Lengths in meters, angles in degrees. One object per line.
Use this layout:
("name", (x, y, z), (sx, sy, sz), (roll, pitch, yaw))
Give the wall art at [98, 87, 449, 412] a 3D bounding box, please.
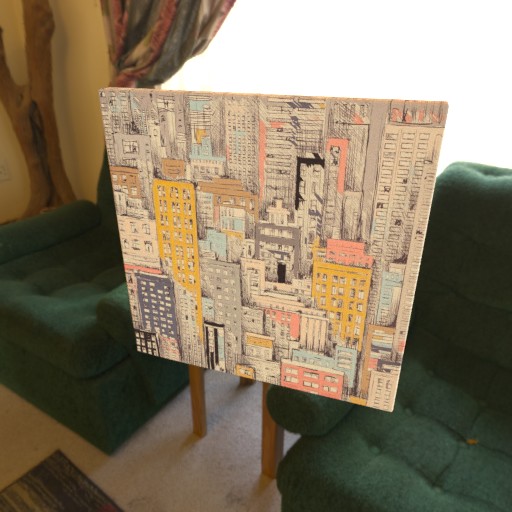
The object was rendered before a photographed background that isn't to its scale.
("wall art", (0.000, 0.000, 0.881), (0.607, 0.608, 0.038), (9, 28, 17))
